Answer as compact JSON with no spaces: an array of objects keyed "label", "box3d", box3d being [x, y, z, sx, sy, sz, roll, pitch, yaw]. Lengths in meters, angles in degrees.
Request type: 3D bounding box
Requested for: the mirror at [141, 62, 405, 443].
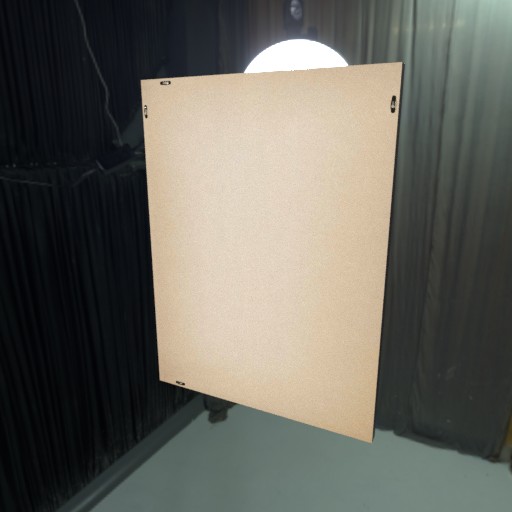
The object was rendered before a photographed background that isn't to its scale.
[{"label":"mirror","box3d":[0.000,0.000,1.320,0.762,1.016,0.041,7,17,26]}]
